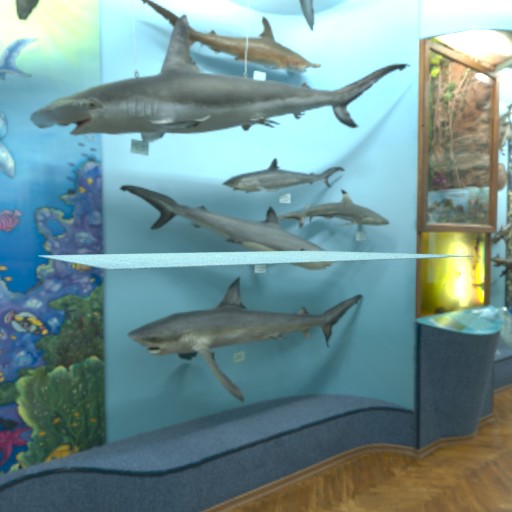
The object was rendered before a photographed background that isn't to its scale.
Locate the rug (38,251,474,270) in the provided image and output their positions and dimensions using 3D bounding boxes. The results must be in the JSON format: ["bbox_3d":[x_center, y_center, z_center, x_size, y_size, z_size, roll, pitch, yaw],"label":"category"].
[{"bbox_3d":[0.000,0.000,3.564,2.895,0.006,1.982,-1,3,-34],"label":"rug"}]
